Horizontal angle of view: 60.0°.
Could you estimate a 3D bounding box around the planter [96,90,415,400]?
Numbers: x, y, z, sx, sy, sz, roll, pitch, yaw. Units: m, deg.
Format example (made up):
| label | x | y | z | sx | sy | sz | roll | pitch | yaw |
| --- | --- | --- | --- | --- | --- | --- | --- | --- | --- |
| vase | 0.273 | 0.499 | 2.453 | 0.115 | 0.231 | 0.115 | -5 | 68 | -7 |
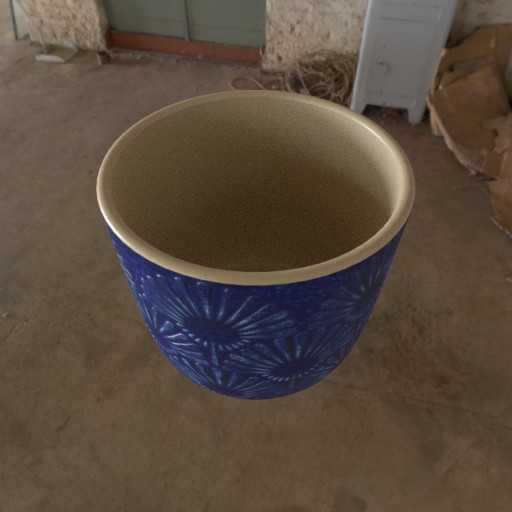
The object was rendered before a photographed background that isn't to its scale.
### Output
| label | x | y | z | sx | sy | sz | roll | pitch | yaw |
| --- | --- | --- | --- | --- | --- | --- | --- | --- | --- |
| planter | 0.000 | 0.000 | 0.216 | 0.124 | 0.109 | 0.124 | 0 | 47 | 0 |
